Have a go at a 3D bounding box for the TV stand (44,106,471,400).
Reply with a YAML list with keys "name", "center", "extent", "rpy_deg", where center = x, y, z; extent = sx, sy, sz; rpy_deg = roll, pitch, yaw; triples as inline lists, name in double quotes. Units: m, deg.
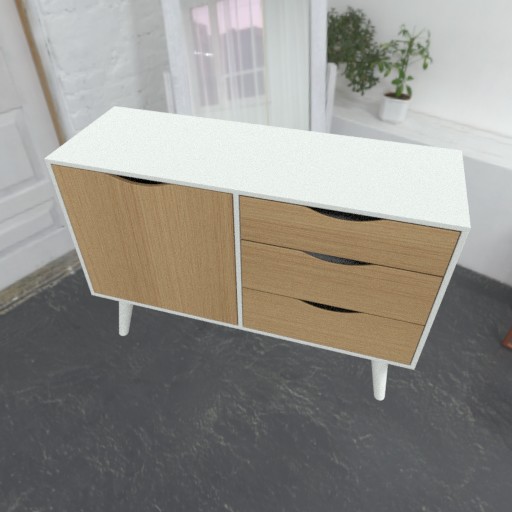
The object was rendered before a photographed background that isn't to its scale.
- name: "TV stand"
  center: [0.000, 0.000, 1.603]
  extent: [1.193, 0.812, 0.406]
  rpy_deg: [11, 42, 12]
